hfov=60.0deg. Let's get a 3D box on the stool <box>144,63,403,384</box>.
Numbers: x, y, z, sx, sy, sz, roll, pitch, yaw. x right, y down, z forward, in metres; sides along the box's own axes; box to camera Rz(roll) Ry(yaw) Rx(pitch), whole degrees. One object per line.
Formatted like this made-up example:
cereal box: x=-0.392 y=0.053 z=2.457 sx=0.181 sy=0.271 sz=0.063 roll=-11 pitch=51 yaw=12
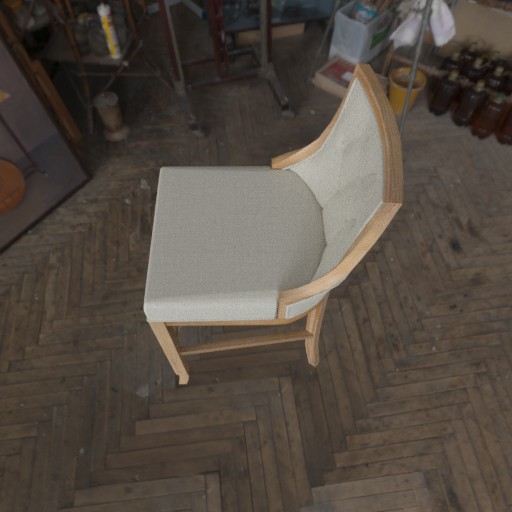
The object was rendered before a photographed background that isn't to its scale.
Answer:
stool: x=0.000 y=0.000 z=1.444 sx=0.626 sy=1.101 sz=0.524 roll=-1 pitch=59 yaw=-1
